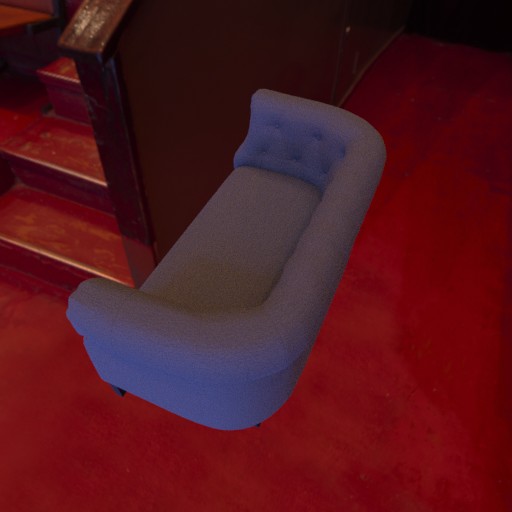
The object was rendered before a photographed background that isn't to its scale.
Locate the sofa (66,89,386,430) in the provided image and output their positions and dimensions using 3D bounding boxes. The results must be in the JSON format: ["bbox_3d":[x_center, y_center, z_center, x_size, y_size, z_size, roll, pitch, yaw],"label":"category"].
[{"bbox_3d":[0.000,0.000,2.012,0.835,0.827,1.558,18,50,16],"label":"sofa"}]
